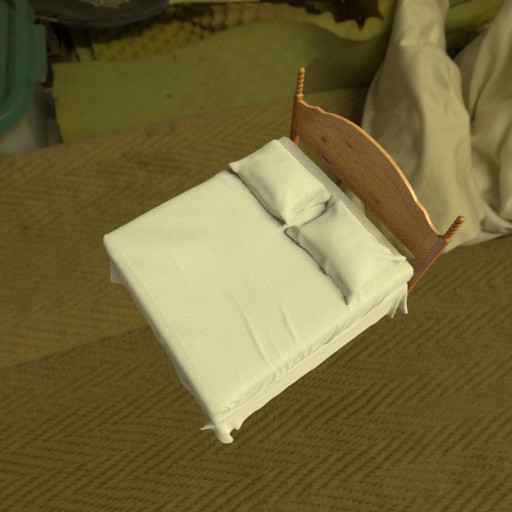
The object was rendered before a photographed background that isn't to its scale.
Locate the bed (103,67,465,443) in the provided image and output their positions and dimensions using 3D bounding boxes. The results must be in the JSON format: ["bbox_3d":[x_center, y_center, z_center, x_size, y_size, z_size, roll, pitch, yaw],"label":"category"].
[{"bbox_3d":[0.000,0.000,3.348,2.040,1.356,1.873,-32,67,-15],"label":"bed"}]
